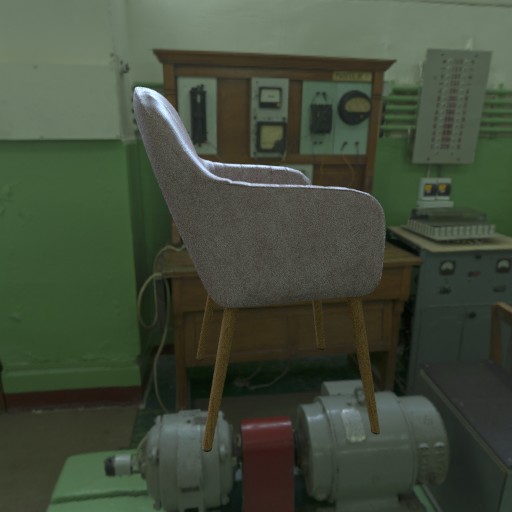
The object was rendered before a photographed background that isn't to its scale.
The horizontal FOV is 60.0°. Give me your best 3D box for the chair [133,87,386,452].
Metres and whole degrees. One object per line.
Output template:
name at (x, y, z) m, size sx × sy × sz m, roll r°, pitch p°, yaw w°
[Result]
chair at (0.000, 0.000, 1.203) m, size 0.570 × 0.832 × 0.610 m, roll -3°, pitch 16°, yaw -9°
